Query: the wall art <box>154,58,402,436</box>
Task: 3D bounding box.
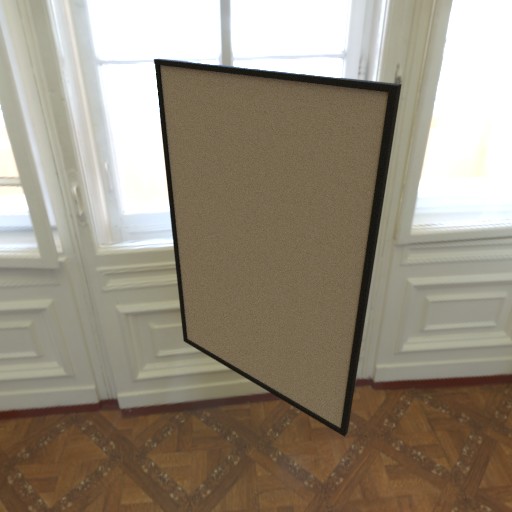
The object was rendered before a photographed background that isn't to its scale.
[{"bbox_3d":[0.000,0.000,0.844,0.460,0.660,0.013,22,36,32],"label":"wall art"}]
